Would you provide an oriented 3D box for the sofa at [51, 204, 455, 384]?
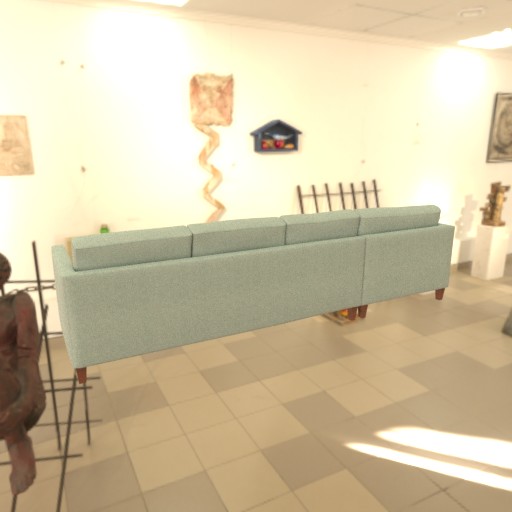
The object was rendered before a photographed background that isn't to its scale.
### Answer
[{"bbox_3d":[0.000,0.000,4.154,3.470,0.953,1.600,-8,17,-27],"label":"sofa"}]
